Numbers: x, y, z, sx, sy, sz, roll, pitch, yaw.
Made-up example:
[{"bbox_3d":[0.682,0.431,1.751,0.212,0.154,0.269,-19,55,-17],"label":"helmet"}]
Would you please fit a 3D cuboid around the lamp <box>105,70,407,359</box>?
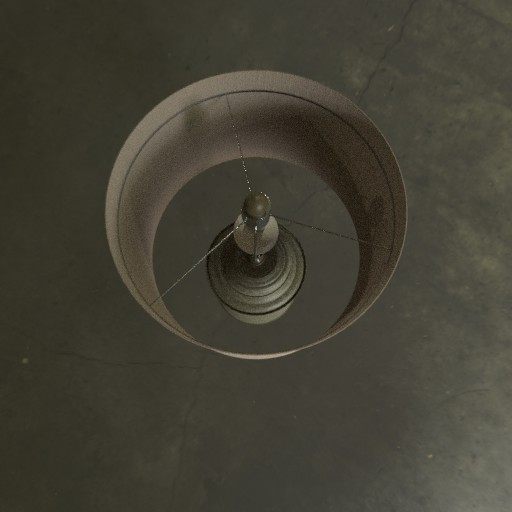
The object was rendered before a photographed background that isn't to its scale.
[{"bbox_3d":[0.000,0.000,0.699,0.318,0.486,0.318,0,76,0],"label":"lamp"}]
